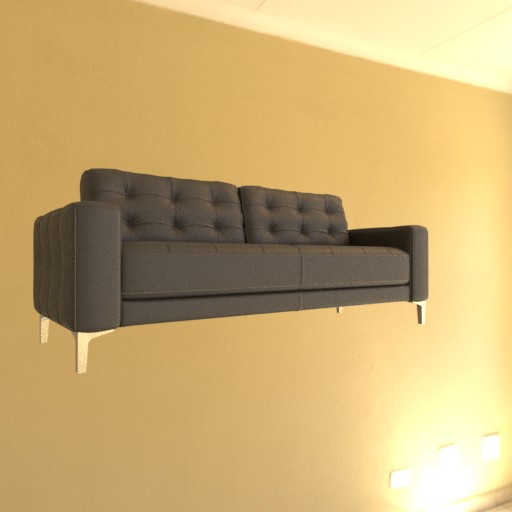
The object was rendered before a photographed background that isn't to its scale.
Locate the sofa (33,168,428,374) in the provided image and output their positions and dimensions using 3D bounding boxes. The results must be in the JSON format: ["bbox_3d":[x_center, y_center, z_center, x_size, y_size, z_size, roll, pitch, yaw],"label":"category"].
[{"bbox_3d":[0.000,0.000,2.613,2.275,0.893,0.833,0,0,-36],"label":"sofa"}]
